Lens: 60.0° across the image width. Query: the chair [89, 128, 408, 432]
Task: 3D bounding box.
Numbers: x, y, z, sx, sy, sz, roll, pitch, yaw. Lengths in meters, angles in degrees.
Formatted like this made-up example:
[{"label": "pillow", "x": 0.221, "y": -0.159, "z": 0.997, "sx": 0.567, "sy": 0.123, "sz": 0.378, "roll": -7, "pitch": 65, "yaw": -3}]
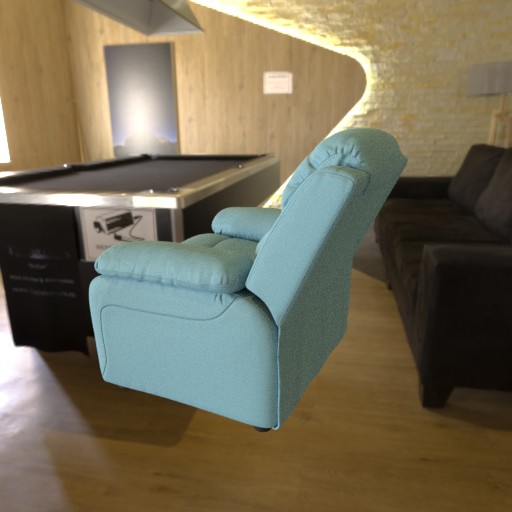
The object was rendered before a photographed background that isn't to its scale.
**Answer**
[{"label": "chair", "x": 0.000, "y": 0.000, "z": 1.261, "sx": 0.709, "sy": 0.702, "sz": 0.680, "roll": 8, "pitch": 19, "yaw": 26}]
